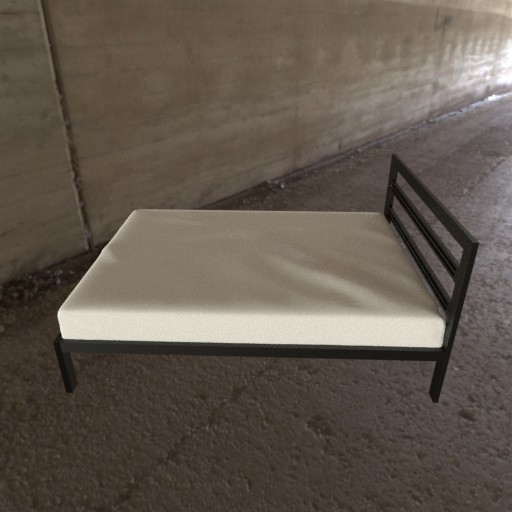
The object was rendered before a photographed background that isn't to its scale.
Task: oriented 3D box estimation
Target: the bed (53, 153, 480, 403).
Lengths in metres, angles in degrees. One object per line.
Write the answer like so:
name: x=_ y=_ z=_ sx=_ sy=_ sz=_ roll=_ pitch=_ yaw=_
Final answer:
bed: x=0.000 y=0.000 z=2.891 sx=2.062 sy=0.967 sz=1.524 roll=1 pitch=28 yaw=2
